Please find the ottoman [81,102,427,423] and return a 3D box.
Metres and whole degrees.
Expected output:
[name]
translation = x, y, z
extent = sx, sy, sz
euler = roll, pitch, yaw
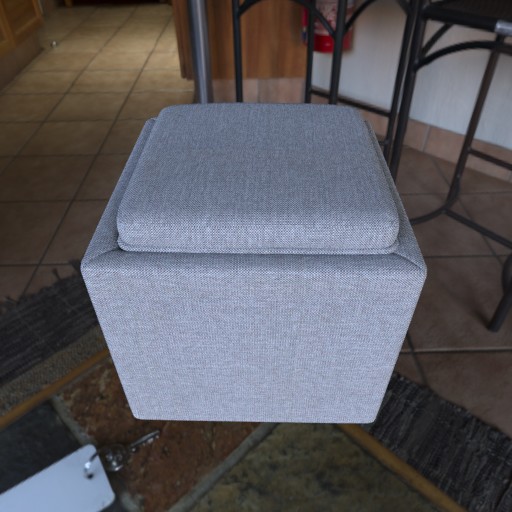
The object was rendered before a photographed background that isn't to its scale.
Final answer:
[ottoman]
translation = 0.000, 0.000, 0.838
extent = 0.450, 0.460, 0.450
euler = 1, 42, 1
